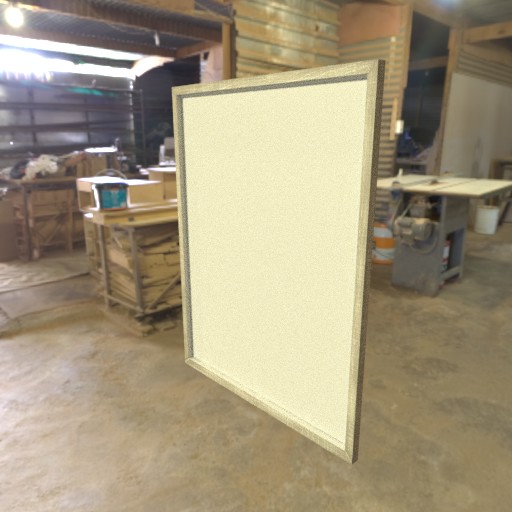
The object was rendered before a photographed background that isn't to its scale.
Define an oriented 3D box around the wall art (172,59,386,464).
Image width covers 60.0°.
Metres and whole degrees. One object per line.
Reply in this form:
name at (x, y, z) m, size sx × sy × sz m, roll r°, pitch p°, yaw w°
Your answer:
wall art at (0.000, 0.000, 1.353) m, size 0.035 × 1.022 × 0.781 m, roll -14°, pitch 21°, yaw -42°
